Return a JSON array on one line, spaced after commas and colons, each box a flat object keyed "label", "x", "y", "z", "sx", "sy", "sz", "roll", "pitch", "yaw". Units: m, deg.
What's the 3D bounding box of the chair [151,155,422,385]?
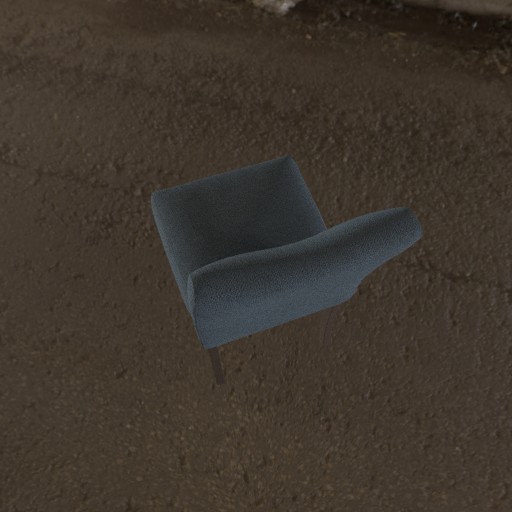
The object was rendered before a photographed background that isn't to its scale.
[{"label": "chair", "x": 0.000, "y": 0.000, "z": 1.270, "sx": 0.487, "sy": 0.882, "sz": 0.629, "roll": -17, "pitch": 60, "yaw": -10}]
